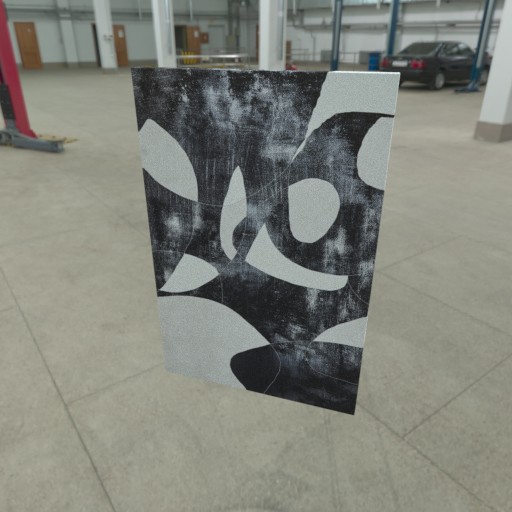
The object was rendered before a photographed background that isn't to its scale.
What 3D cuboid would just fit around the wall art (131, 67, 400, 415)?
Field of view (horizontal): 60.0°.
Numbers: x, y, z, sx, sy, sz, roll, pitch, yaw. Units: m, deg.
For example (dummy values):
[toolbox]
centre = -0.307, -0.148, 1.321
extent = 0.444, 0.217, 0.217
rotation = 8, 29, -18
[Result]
[wall art]
centre = 0.000, 0.000, 1.179
extent = 0.610, 0.915, 0.041
rotation = 8, 27, 16
